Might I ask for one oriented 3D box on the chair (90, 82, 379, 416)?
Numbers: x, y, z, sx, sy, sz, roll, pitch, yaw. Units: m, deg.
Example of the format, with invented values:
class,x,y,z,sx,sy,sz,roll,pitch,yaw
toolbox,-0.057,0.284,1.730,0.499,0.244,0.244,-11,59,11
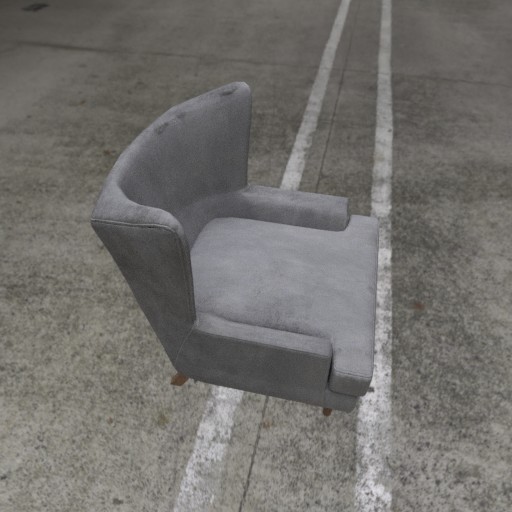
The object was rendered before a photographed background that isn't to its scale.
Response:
class,x,y,z,sx,sy,sz,roll,pitch,yaw
chair,0.000,0.000,1.632,0.906,0.950,0.784,9,47,9
